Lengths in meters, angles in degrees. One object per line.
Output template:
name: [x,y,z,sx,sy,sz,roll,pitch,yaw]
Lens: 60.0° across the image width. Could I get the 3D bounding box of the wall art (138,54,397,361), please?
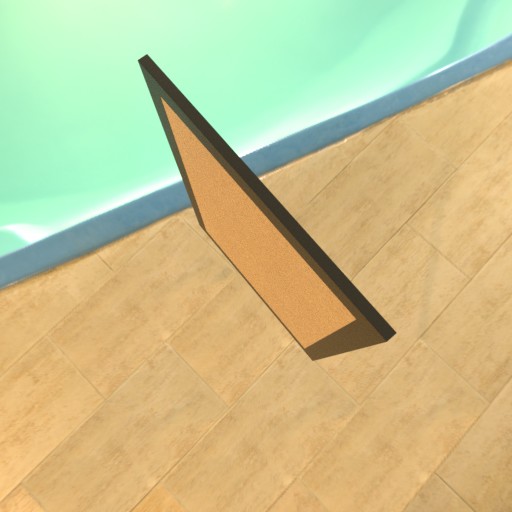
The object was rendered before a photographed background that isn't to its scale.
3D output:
wall art: [0.000,0.000,0.690,0.013,0.534,0.381,-38,78,-10]
